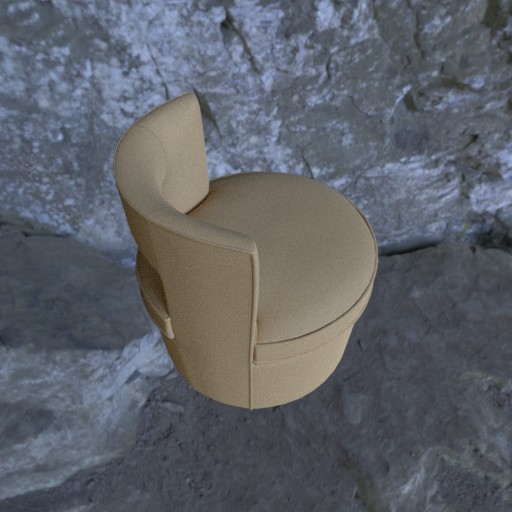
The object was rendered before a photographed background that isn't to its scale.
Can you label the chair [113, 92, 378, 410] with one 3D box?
[{"bbox_3d":[0.000,0.000,1.251,0.665,0.723,0.650,-12,48,-11],"label":"chair"}]
